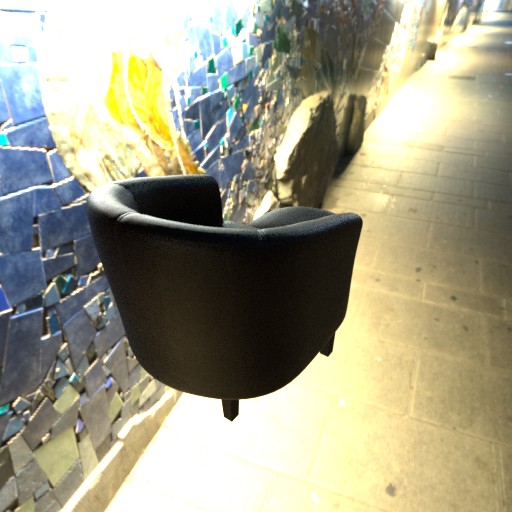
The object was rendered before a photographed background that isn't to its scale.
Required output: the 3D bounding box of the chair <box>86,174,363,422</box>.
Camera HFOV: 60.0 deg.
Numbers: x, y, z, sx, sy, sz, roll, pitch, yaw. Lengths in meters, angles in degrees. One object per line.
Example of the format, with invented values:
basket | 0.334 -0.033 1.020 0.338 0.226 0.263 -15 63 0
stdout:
chair | 0.000 0.000 1.672 0.737 0.755 1.176 20 36 30
